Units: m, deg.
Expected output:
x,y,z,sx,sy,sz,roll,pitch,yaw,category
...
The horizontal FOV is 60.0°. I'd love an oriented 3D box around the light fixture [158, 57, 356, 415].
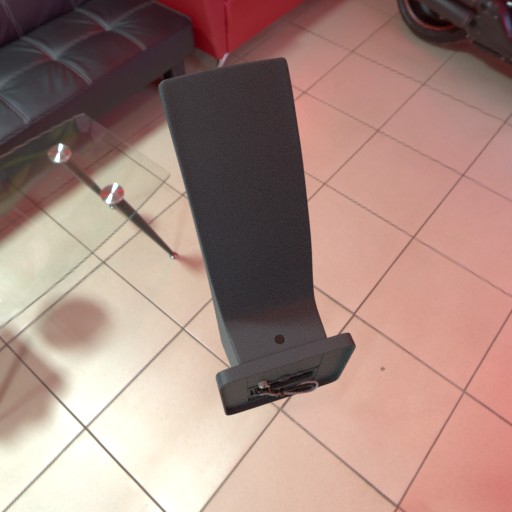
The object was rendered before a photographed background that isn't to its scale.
x,y,z,sx,sy,sz,roll,pitch,yaw,category
0.000,0.000,0.344,0.108,0.243,0.174,-15,59,-9,light fixture
